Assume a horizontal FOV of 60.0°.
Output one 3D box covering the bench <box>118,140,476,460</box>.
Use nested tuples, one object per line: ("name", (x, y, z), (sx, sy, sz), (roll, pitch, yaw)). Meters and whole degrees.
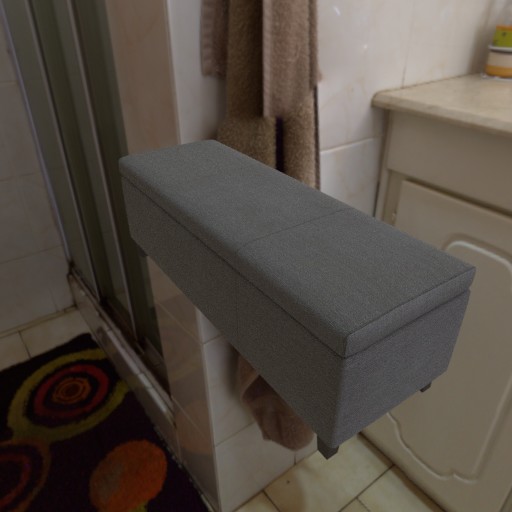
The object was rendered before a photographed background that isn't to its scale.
("bench", (0.000, 0.000, 1.489), (0.446, 0.438, 1.269), (-20, 37, -29))
